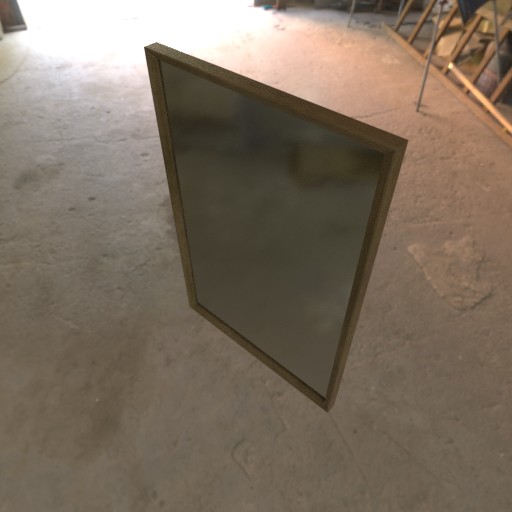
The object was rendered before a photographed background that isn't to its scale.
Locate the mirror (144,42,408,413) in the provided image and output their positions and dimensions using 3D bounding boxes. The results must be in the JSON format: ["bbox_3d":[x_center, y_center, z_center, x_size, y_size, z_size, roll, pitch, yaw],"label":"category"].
[{"bbox_3d":[0.000,0.000,1.155,0.609,0.915,0.041,32,54,27],"label":"mirror"}]
